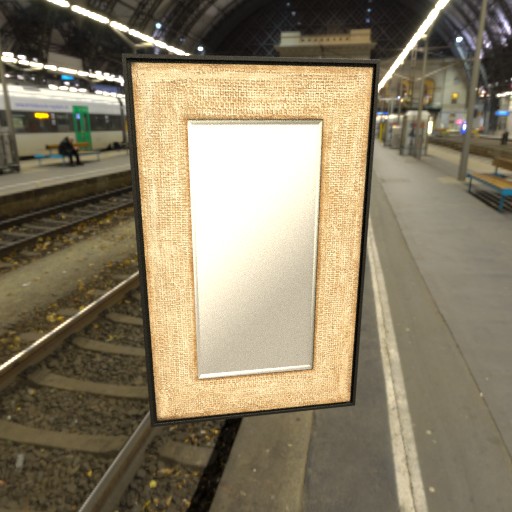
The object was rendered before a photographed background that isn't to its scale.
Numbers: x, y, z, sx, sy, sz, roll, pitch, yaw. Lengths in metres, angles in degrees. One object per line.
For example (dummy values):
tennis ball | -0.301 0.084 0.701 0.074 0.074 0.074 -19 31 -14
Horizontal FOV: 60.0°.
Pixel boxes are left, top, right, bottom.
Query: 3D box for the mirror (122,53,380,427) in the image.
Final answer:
mirror | 0.000 0.000 1.479 0.762 1.219 0.038 -3 17 -9
